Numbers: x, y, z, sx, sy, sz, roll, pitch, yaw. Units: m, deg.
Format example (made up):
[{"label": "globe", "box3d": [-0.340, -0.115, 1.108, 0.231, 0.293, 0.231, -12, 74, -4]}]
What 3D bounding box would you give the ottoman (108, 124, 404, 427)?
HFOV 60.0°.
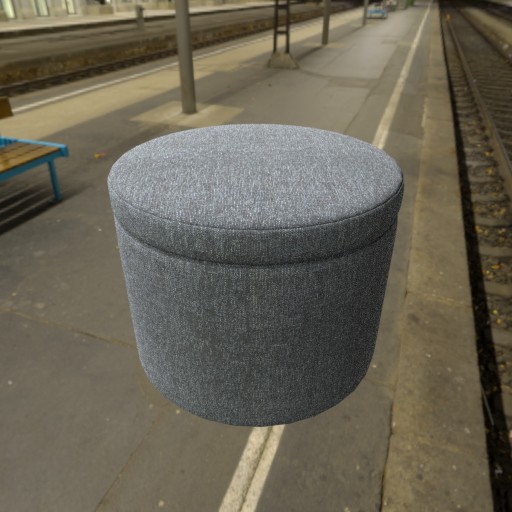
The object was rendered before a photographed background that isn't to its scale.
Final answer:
[{"label": "ottoman", "box3d": [0.000, 0.000, 0.866, 0.500, 0.419, 0.500, 0, 31, 0]}]
